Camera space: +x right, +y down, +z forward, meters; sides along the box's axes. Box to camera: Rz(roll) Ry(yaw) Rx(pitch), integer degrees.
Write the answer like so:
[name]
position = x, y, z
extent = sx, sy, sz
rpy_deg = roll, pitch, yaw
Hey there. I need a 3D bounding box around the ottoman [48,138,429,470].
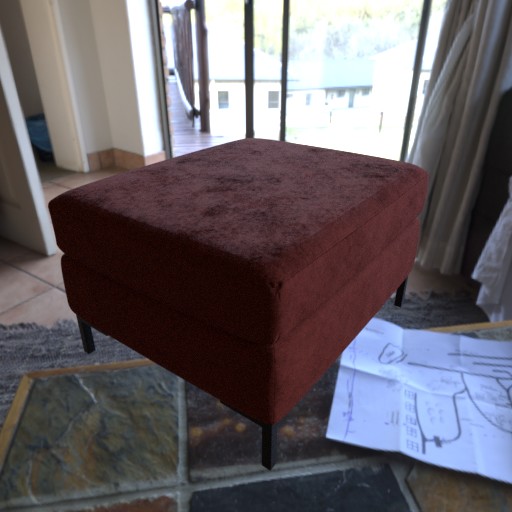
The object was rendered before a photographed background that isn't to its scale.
[ottoman]
position = 0.000, 0.000, 1.190
extent = 0.650, 0.462, 0.782
rpy_deg = 19, 33, 32
